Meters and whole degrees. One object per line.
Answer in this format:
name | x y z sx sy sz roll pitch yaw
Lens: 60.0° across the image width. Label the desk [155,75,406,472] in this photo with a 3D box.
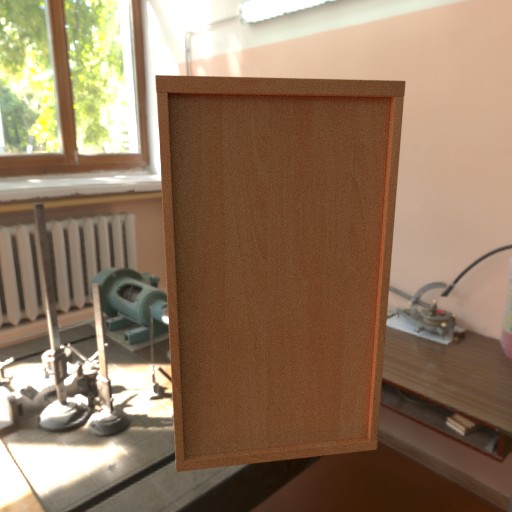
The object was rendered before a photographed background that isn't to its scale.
desk | 0.000 0.000 1.076 0.404 0.730 0.600 -2 14 -9
